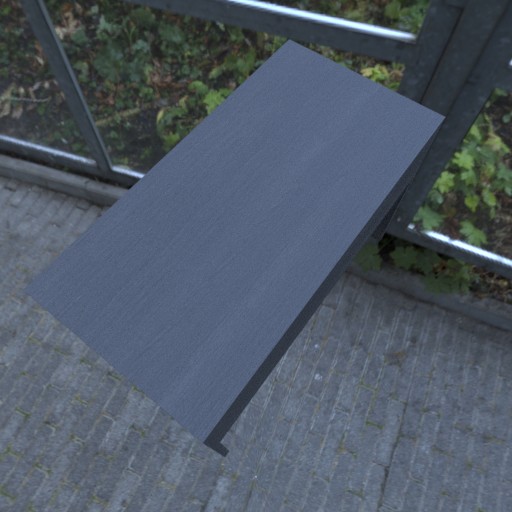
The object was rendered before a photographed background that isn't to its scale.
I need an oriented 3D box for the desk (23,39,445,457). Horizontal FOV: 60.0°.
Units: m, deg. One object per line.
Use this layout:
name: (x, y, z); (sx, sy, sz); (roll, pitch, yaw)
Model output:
desk: (0.000, 0.000, 1.498); (0.557, 0.729, 1.099); (34, 68, 16)
